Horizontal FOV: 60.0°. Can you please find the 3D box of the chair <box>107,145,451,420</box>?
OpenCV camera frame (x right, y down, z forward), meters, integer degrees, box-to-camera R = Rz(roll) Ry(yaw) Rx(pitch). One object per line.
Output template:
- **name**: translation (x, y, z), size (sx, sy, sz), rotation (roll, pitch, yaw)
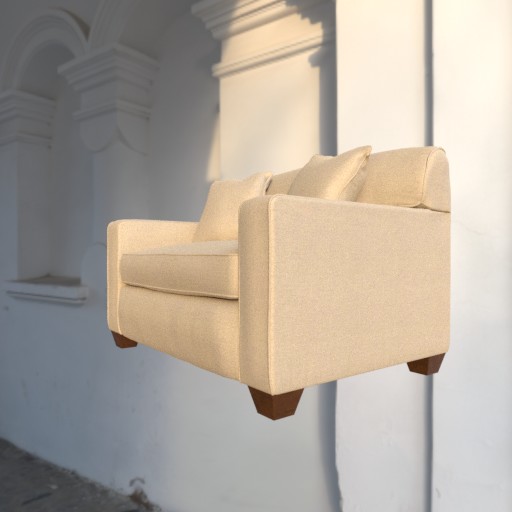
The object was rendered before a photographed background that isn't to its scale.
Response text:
- **chair**: translation (0.000, 0.000, 2.057), size (1.000, 0.948, 1.383), rotation (0, 0, -37)
